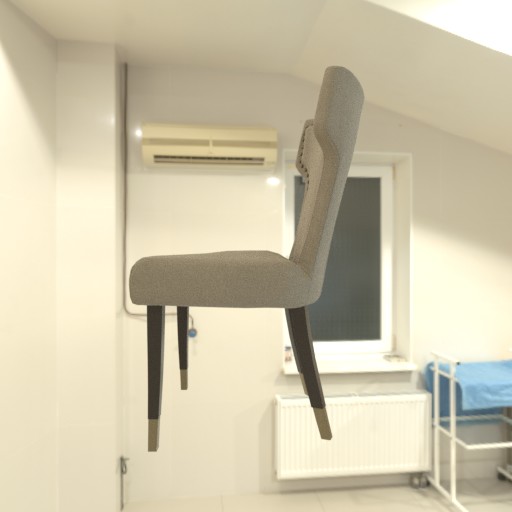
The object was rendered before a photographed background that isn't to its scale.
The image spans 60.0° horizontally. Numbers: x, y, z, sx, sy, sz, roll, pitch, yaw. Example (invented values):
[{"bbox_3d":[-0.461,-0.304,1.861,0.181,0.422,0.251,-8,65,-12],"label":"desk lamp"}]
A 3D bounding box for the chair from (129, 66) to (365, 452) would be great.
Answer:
[{"bbox_3d":[0.000,0.000,1.336,0.630,0.955,0.526,0,0,0],"label":"chair"}]
